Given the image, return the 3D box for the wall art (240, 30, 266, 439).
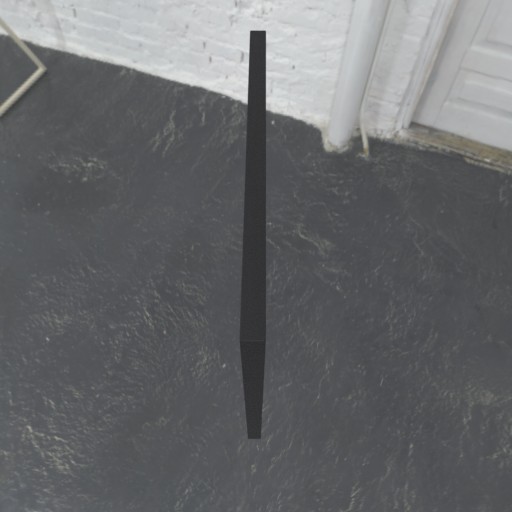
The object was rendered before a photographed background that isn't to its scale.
[{"bbox_3d":[0.000,0.000,1.152,0.037,0.763,0.763,1,58,0],"label":"wall art"}]
